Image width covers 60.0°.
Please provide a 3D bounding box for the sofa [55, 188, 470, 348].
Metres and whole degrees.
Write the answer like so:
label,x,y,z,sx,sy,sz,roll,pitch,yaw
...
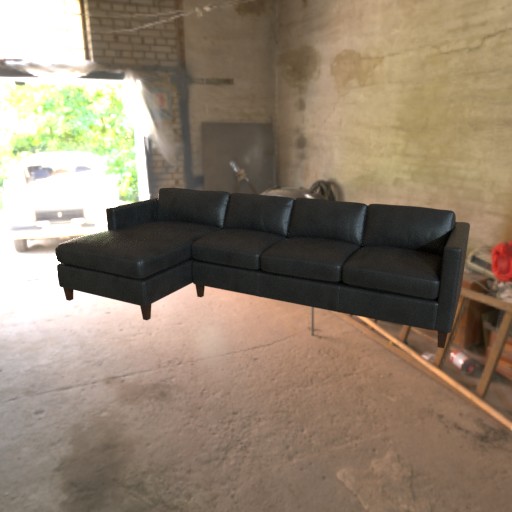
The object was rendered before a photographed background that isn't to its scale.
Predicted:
label,x,y,z,sx,sy,sz,roll,pitch,yaw
sofa,0.000,0.000,3.818,3.203,0.883,1.581,8,18,27
